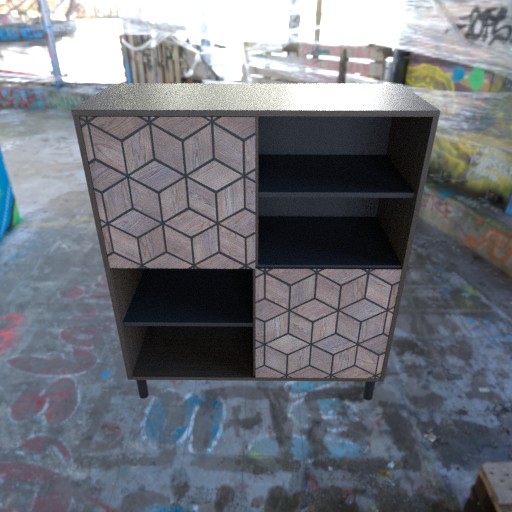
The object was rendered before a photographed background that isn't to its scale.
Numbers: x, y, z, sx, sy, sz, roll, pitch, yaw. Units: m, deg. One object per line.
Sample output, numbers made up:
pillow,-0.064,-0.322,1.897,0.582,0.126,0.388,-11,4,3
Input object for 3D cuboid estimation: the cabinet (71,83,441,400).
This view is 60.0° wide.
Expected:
cabinet,0.000,0.000,1.684,1.010,1.170,0.400,0,31,0
